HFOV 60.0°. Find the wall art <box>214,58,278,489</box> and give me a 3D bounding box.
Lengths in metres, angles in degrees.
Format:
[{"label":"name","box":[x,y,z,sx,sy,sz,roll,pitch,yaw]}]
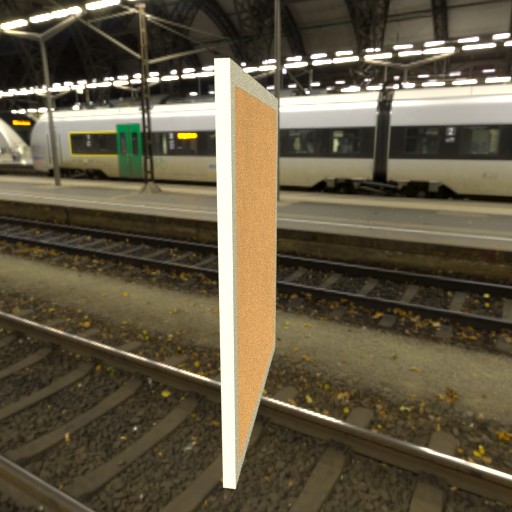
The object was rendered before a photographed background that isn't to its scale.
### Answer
[{"label":"wall art","box":[0.000,0.000,1.121,0.026,0.811,0.661,2,14,9]}]
